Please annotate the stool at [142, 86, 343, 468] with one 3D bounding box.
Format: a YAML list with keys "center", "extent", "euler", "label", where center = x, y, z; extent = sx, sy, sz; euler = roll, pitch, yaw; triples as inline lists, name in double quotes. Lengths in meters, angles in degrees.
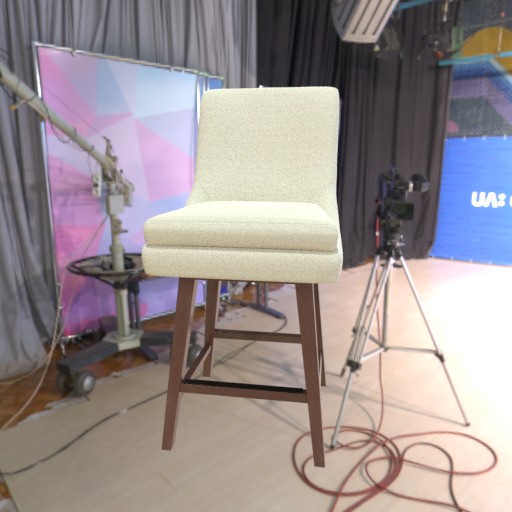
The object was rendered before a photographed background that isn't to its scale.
- center: [0.000, 0.000, 1.292]
  extent: [0.483, 0.991, 0.559]
  euler: [2, 13, 9]
  label: "stool"
